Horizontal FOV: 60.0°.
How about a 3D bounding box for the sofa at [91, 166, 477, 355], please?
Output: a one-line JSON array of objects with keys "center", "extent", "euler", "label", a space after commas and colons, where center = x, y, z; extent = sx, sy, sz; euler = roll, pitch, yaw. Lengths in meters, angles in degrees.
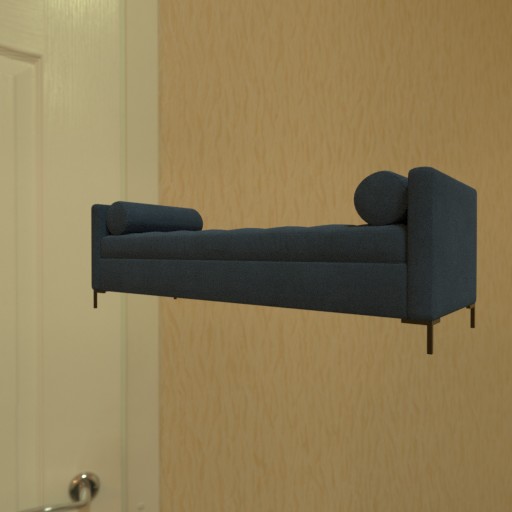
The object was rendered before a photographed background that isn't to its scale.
[{"center": [0.000, 0.000, 2.319], "extent": [1.981, 0.635, 0.686], "euler": [0, 1, 38], "label": "sofa"}]
